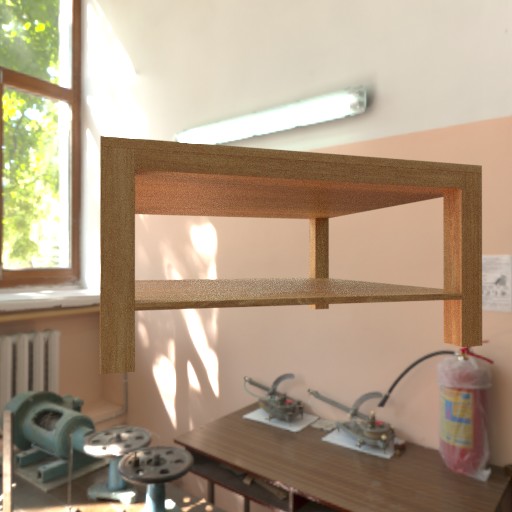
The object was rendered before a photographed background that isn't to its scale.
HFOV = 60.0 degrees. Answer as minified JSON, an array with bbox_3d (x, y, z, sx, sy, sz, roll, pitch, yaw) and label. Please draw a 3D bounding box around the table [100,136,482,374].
[{"bbox_3d":[0.000,0.000,1.400,0.900,0.450,0.900,0,0,-18],"label":"table"}]
